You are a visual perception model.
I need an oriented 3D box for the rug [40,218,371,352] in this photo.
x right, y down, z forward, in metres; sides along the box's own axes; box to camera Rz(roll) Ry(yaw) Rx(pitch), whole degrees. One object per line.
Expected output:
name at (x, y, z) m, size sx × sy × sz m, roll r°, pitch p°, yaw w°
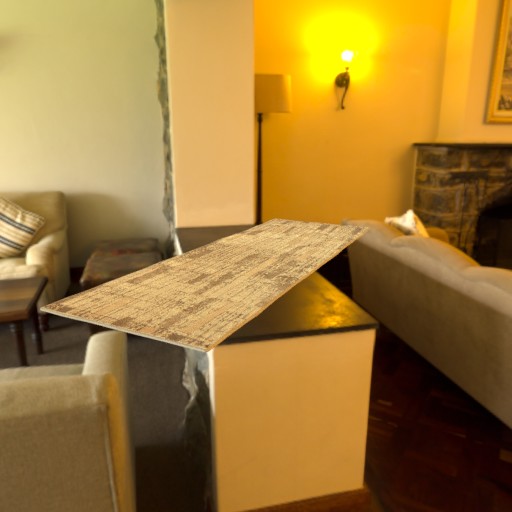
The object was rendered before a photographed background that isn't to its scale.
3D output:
rug at (0.000, 0.000, 2.712) m, size 0.857 × 0.018 × 2.383 m, roll 8°, pitch 17°, yaw 26°
